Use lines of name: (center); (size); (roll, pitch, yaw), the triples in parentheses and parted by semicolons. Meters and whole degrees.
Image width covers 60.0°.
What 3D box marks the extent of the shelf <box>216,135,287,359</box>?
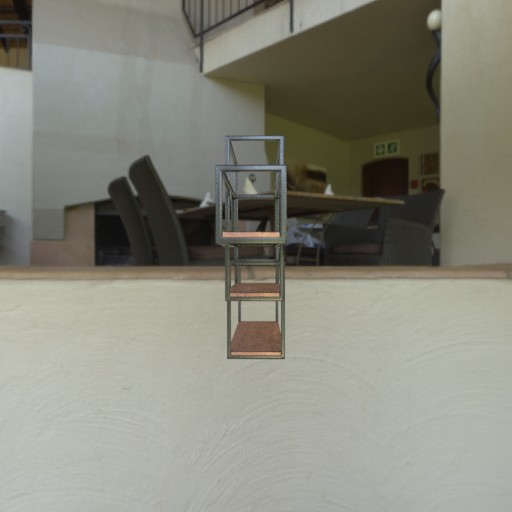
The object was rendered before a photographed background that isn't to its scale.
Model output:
shelf: (0.000, 0.000, 2.151); (0.275, 0.972, 1.781); (0, 0, 1)
